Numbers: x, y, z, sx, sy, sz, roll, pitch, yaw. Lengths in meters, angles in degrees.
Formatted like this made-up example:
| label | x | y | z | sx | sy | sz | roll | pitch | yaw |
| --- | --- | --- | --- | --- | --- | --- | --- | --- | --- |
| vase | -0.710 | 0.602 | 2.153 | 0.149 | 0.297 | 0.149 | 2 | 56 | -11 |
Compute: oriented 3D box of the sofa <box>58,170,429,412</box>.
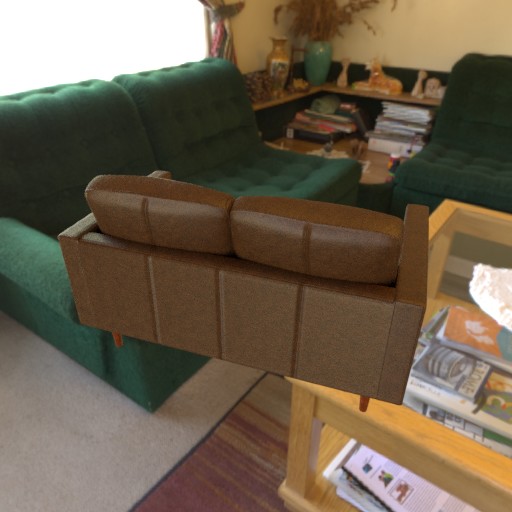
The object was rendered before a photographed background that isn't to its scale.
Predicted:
| label | x | y | z | sx | sy | sz | roll | pitch | yaw |
| --- | --- | --- | --- | --- | --- | --- | --- | --- | --- |
| sofa | 0.000 | 0.000 | 2.239 | 1.578 | 0.951 | 0.909 | 10 | 33 | 16 |
